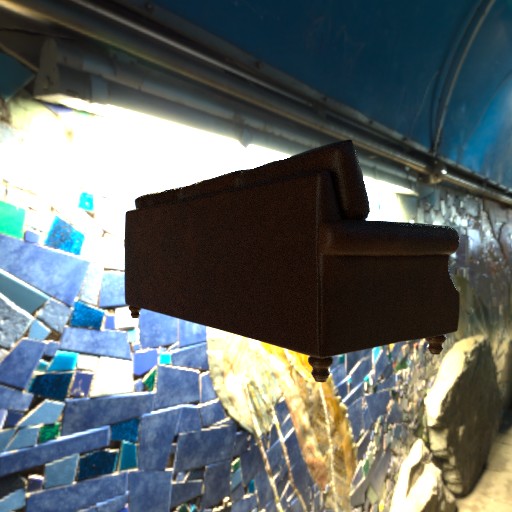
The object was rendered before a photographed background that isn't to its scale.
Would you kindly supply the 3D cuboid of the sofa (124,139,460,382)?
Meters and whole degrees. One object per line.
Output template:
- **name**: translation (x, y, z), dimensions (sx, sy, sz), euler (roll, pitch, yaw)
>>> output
- **sofa**: translation (0.000, 0.000, 2.824), dimensions (0.973, 0.977, 2.351), euler (0, 1, -36)
